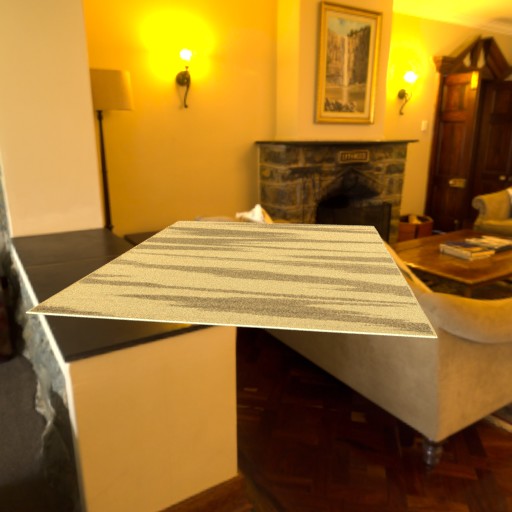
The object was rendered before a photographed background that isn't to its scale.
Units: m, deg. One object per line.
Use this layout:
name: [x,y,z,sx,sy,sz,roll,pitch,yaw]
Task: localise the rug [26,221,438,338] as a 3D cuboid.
rug: [0.000,0.000,3.879,2.353,0.014,2.945,2,15,8]
